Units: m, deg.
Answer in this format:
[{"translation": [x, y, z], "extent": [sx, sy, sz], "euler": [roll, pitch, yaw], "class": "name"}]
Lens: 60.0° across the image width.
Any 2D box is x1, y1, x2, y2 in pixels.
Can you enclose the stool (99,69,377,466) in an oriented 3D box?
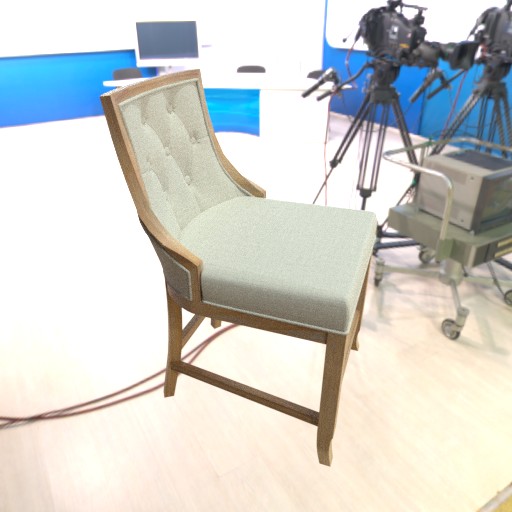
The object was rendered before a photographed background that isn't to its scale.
[{"translation": [0.000, 0.000, 1.288], "extent": [0.626, 0.938, 0.524], "euler": [10, 32, 17], "class": "stool"}]
